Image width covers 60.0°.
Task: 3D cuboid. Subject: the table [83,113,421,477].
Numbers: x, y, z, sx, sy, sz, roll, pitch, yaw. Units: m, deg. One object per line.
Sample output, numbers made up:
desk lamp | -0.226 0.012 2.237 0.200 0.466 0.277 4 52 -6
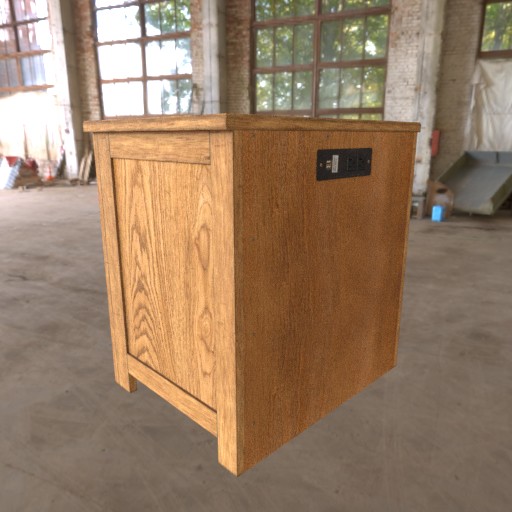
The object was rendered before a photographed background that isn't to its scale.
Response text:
table | 0.000 0.000 1.079 0.601 0.625 0.494 -14 21 -43
